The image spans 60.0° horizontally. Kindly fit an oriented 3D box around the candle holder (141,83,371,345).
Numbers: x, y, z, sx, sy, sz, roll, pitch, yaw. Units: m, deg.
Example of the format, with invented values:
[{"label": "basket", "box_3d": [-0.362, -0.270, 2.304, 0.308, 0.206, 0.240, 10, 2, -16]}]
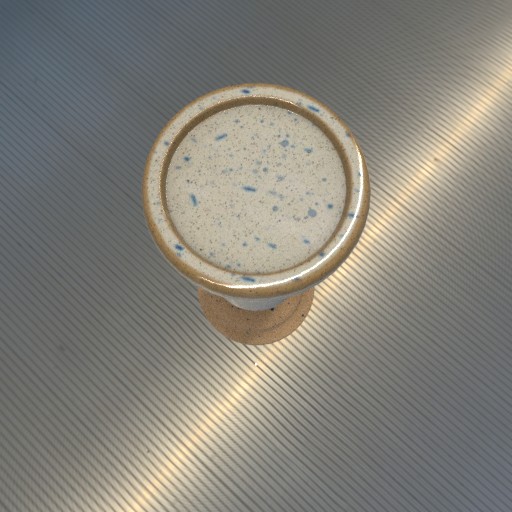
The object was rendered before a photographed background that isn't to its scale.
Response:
[{"label": "candle holder", "box_3d": [0.000, 0.000, 0.241, 0.088, 0.203, 0.088, 0, 76, 0]}]
